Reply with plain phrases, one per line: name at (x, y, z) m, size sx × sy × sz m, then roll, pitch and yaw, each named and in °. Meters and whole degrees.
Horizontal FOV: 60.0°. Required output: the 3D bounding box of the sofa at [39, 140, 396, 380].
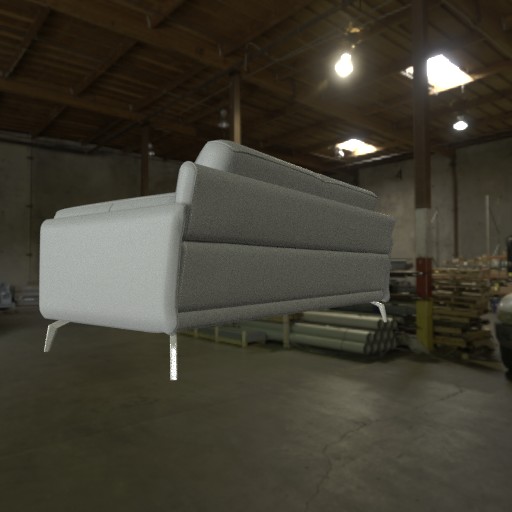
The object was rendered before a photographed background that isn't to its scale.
sofa at (0.000, 0.000, 2.565) m, size 0.969 × 0.900 × 2.100 m, roll -1°, pitch -2°, yaw 36°
